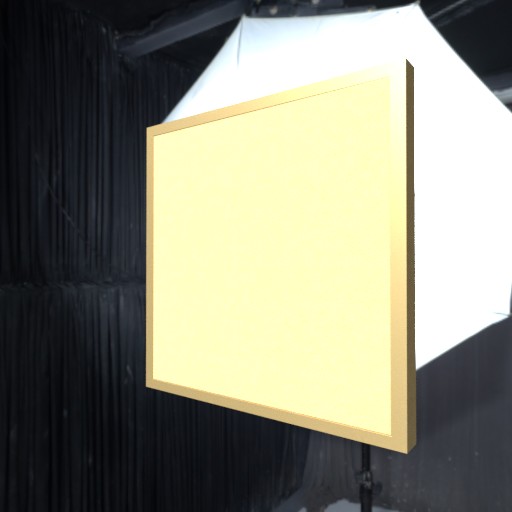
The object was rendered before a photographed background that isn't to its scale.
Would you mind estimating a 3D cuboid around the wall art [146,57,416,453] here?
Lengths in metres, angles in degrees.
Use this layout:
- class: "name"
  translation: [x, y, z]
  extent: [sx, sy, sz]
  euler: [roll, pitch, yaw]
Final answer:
- class: "wall art"
  translation: [0.000, 0.000, 1.856]
  extent: [1.284, 1.284, 0.095]
  euler: [0, -1, 37]
